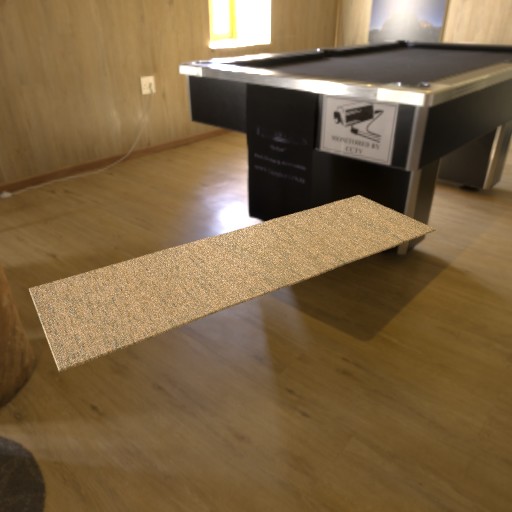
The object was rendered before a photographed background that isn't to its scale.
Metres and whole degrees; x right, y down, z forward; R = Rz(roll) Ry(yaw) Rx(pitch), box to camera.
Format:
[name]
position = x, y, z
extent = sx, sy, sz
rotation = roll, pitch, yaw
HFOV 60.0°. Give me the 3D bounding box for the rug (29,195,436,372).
[rug]
position = 0.000, 0.000, 2.530
extent = 2.290, 0.014, 0.700
rotation = -18, 34, -28
